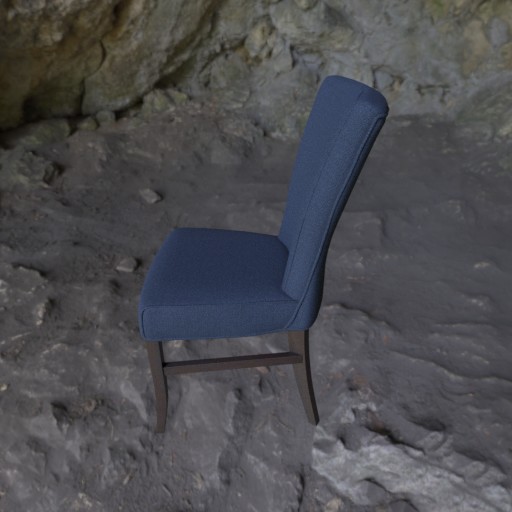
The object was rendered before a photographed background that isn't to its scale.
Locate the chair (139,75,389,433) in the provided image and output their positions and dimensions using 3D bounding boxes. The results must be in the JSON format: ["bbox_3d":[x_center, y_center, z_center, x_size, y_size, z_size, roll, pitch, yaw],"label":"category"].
[{"bbox_3d":[0.000,0.000,1.359,0.660,0.991,0.520,0,28,1],"label":"chair"}]
